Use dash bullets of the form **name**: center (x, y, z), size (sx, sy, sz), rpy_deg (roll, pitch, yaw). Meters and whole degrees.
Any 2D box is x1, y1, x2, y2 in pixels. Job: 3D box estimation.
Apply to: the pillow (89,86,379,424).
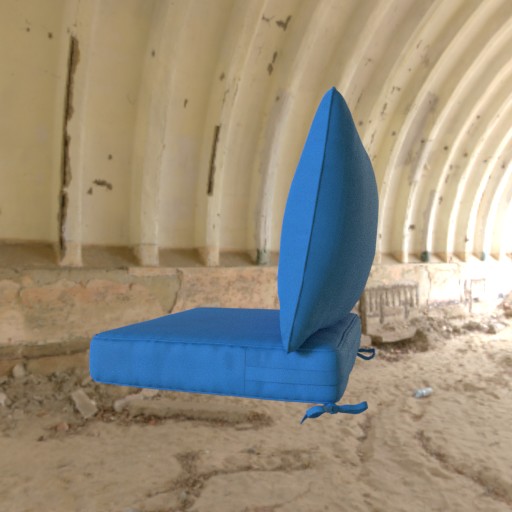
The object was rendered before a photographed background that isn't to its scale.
- **pillow**: center (0.000, 0.000, 1.372), size (0.733, 0.725, 0.798), rpy_deg (0, 0, 17)
